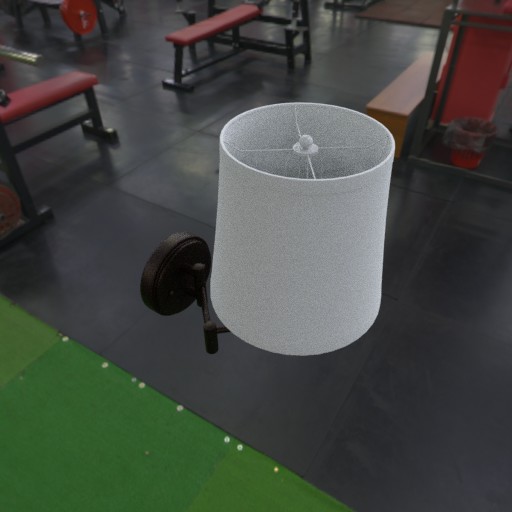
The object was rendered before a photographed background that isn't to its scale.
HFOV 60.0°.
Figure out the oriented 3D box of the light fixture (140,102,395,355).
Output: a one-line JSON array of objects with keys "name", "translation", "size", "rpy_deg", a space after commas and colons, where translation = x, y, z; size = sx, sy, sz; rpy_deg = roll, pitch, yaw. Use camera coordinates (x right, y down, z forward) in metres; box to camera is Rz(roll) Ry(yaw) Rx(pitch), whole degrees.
[{"name": "light fixture", "translation": [0.000, 0.000, 0.270], "size": [0.157, 0.172, 0.100], "rpy_deg": [24, 46, 26]}]
